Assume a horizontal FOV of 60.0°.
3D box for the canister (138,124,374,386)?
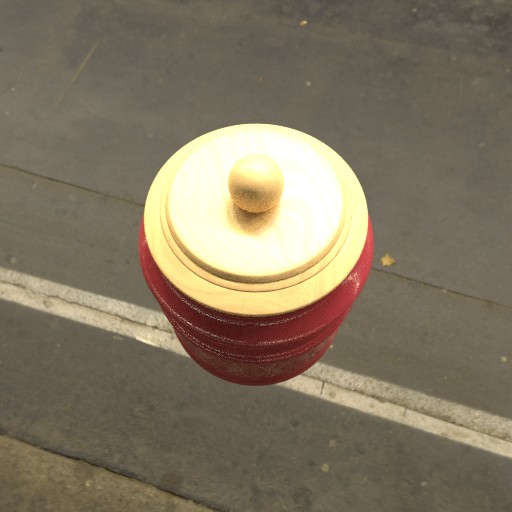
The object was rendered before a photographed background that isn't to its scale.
[{"bbox_3d":[0.000,0.000,0.272,0.130,0.176,0.130,0,64,0],"label":"canister"}]
